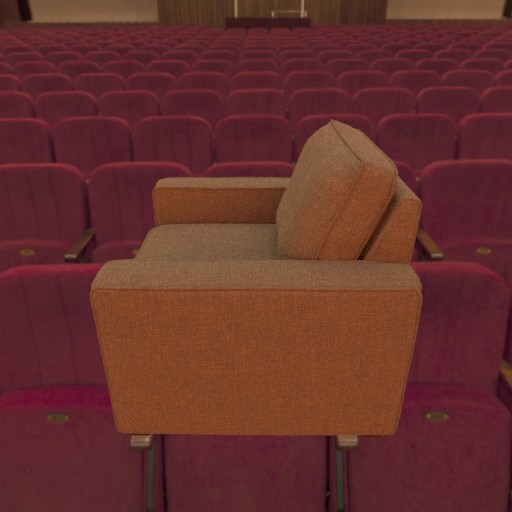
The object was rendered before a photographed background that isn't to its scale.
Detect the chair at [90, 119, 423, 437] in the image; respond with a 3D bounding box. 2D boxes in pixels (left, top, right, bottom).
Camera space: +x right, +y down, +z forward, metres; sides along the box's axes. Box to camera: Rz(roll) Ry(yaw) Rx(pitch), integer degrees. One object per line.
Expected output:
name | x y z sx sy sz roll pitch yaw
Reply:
chair | 0.000 0.000 1.694 0.940 0.914 1.016 0 27 0
